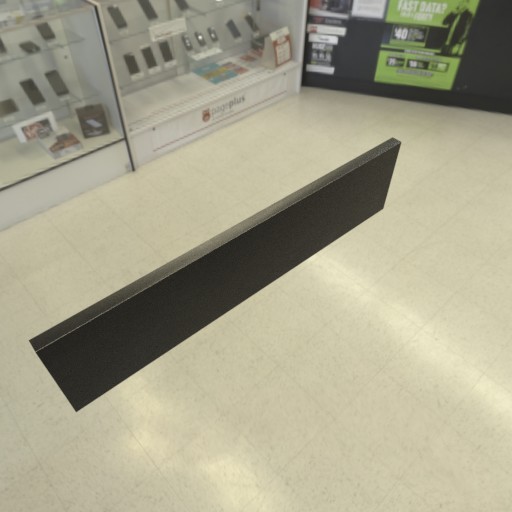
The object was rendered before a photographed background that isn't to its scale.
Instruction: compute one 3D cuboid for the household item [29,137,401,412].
[{"bbox_3d":[0.000,0.000,1.063,1.001,0.236,0.030,-32,54,-26],"label":"household item"}]
